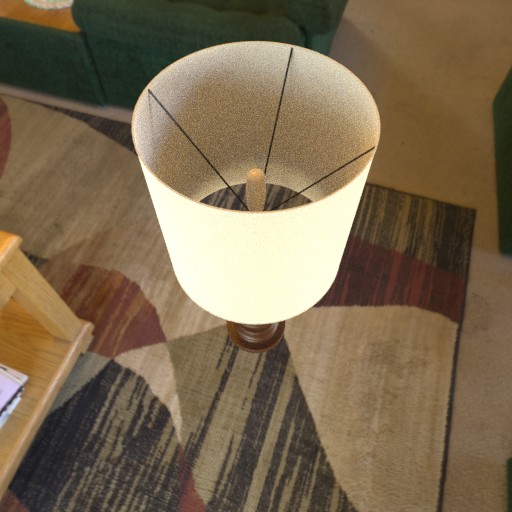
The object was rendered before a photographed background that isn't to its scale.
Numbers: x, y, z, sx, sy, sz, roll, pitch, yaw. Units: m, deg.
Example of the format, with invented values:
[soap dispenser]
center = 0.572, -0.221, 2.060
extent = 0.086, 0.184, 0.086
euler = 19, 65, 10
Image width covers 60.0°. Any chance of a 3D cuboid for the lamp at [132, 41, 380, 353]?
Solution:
[lamp]
center = 0.000, 0.000, 0.569
extent = 0.208, 0.455, 0.208
euler = 0, 58, 0
